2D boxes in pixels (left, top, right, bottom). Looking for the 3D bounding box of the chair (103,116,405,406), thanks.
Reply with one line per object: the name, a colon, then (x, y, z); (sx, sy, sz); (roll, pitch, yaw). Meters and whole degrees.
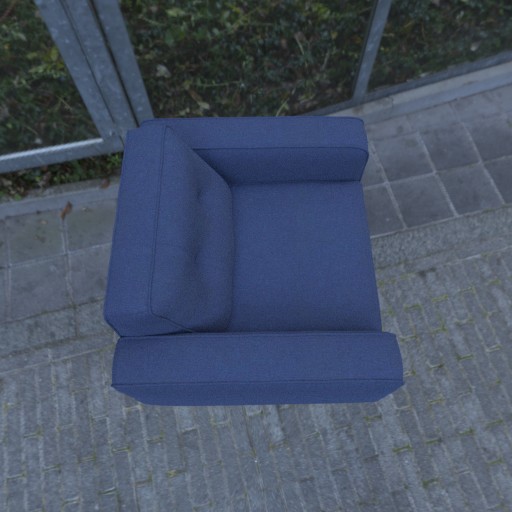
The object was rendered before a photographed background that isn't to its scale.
chair: (0.000, 0.000, 1.778); (0.953, 0.783, 1.118); (-1, 65, 0)
